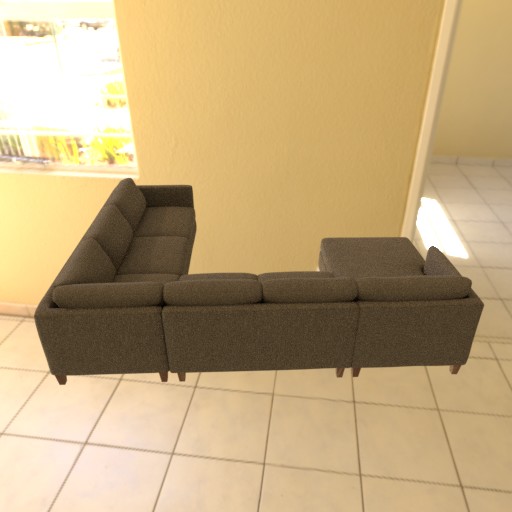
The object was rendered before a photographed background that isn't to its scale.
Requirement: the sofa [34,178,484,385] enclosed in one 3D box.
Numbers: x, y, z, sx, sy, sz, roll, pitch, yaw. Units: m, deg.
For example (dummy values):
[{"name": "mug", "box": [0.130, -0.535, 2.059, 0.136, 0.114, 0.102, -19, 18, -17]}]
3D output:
[{"name": "sofa", "box": [0.000, 0.000, 4.338, 3.238, 0.853, 2.551, -1, 30, -2]}]
